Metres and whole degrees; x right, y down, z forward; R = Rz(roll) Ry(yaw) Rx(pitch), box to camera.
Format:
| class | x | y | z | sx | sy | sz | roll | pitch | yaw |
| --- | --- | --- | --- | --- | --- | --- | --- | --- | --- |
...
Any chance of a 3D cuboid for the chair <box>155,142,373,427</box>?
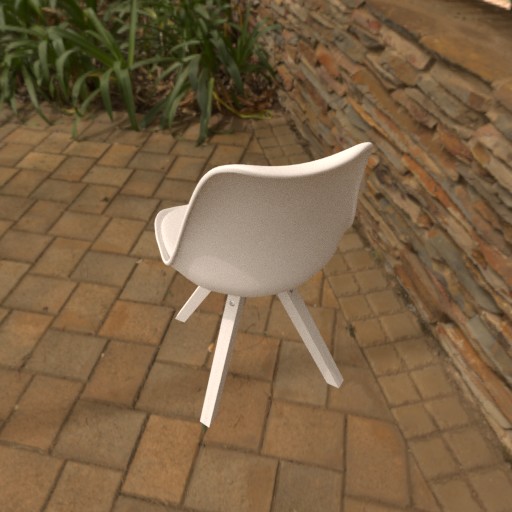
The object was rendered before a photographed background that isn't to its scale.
| class | x | y | z | sx | sy | sz | roll | pitch | yaw |
| --- | --- | --- | --- | --- | --- | --- | --- | --- | --- |
| chair | 0.000 | 0.000 | 1.170 | 0.485 | 0.850 | 0.550 | -12 | 43 | -13 |
